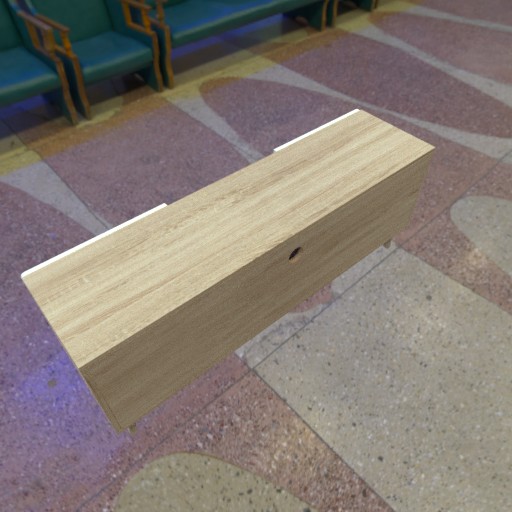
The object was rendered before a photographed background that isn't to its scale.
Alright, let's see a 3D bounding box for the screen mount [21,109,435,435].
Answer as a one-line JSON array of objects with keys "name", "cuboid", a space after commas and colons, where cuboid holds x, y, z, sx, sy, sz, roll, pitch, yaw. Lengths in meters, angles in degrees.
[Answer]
[{"name": "screen mount", "cuboid": [0.000, 0.000, 1.740, 1.500, 0.570, 0.420, -32, 55, -26]}]
